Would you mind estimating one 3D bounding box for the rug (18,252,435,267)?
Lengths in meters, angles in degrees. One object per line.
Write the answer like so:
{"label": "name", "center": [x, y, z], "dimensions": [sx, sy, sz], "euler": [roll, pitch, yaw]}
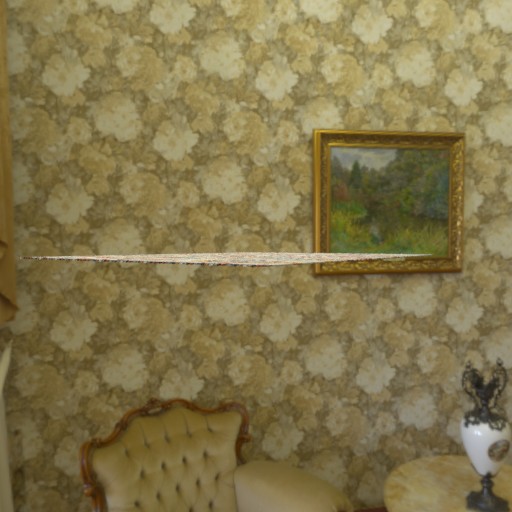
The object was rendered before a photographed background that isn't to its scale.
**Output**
{"label": "rug", "center": [0.000, 0.000, 4.225], "dimensions": [2.439, 0.015, 3.274], "euler": [1, 2, 36]}
